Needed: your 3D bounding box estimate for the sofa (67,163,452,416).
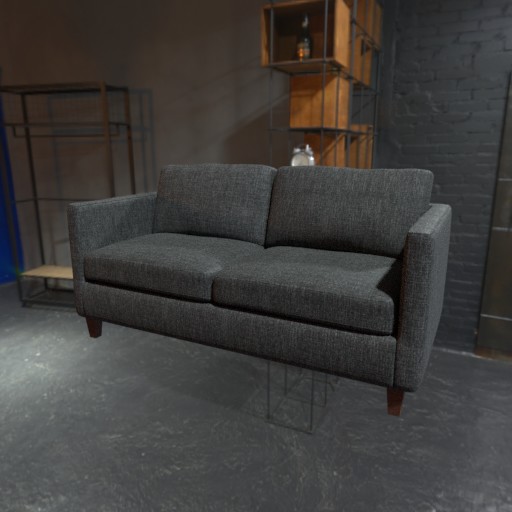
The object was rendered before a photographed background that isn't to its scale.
[{"bbox_3d":[0.000,0.000,2.426,1.884,0.963,0.950,7,15,26],"label":"sofa"}]
